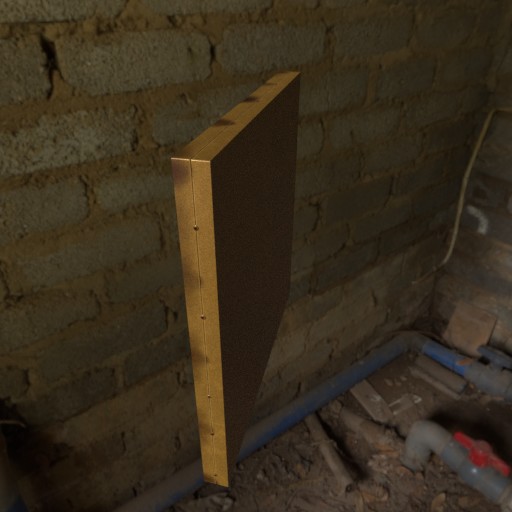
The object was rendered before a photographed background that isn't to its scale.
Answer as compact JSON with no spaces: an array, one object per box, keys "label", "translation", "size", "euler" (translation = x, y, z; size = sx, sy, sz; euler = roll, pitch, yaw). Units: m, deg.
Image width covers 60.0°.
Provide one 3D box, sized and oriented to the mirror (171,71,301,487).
[{"label":"mirror","translation":[0.000,0.000,0.749],"size":[0.042,0.507,0.509],"euler":[8,32,12]}]
